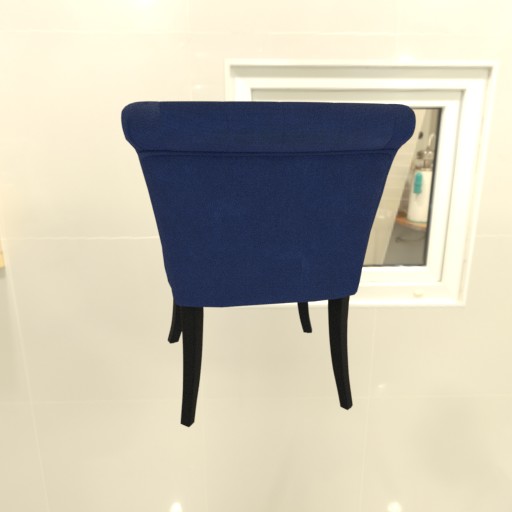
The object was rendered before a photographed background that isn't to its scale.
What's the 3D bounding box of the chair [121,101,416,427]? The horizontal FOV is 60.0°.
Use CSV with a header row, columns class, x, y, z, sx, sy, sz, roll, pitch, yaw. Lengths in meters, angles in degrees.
class,x,y,z,sx,sy,sz,roll,pitch,yaw
chair,0.000,0.000,1.186,0.585,0.753,0.606,-3,16,-9
